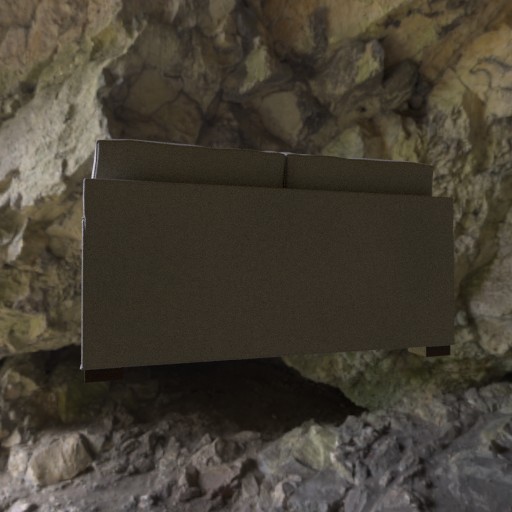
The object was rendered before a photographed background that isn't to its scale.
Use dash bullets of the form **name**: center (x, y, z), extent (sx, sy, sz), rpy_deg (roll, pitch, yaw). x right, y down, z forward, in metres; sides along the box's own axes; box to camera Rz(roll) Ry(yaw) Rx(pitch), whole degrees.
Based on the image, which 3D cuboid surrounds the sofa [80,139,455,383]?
- **sofa**: center (0.000, 0.000, 2.105), extent (1.484, 0.853, 0.940), rpy_deg (0, -1, -17)
